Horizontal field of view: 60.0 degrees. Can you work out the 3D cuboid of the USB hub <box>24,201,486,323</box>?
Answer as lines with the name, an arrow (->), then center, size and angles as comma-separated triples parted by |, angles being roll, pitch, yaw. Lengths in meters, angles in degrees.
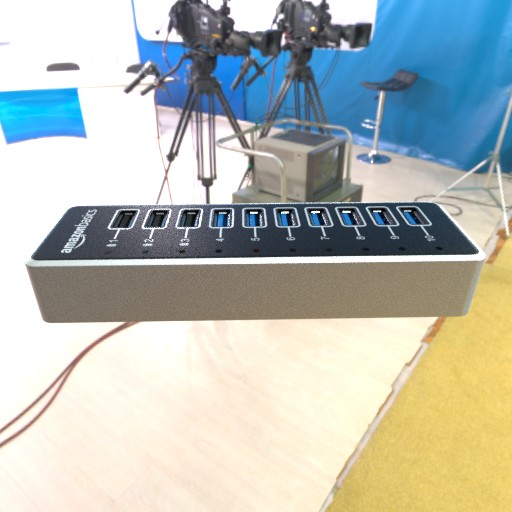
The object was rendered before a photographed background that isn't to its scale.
USB hub -> 0.000, 0.000, 0.160 | 0.145, 0.023, 0.044 | -1, 31, -1
